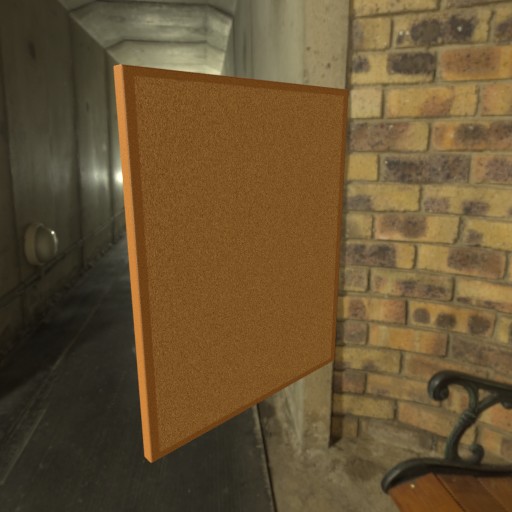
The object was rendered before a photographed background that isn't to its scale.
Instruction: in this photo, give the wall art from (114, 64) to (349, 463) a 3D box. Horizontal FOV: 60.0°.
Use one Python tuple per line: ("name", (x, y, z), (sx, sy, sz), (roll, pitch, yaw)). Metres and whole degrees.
("wall art", (0.000, 0.000, 0.511), (0.310, 0.379, 0.015), (-14, 21, -42))
